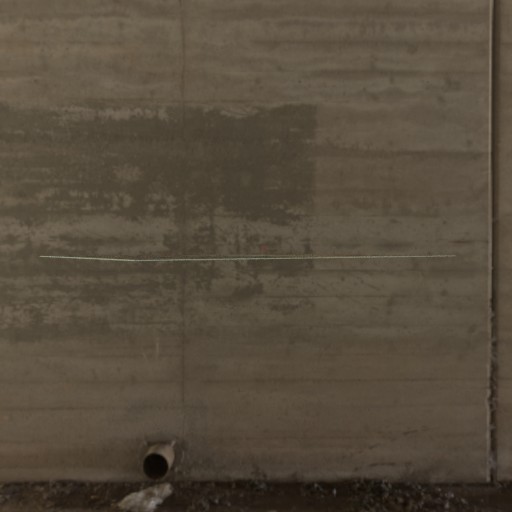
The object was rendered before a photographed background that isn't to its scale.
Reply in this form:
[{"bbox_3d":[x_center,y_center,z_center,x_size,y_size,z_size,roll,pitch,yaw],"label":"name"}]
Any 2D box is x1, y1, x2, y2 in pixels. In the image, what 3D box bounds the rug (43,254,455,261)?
[{"bbox_3d":[0.000,0.000,2.964,2.363,0.004,1.566,-1,1,-37],"label":"rug"}]
